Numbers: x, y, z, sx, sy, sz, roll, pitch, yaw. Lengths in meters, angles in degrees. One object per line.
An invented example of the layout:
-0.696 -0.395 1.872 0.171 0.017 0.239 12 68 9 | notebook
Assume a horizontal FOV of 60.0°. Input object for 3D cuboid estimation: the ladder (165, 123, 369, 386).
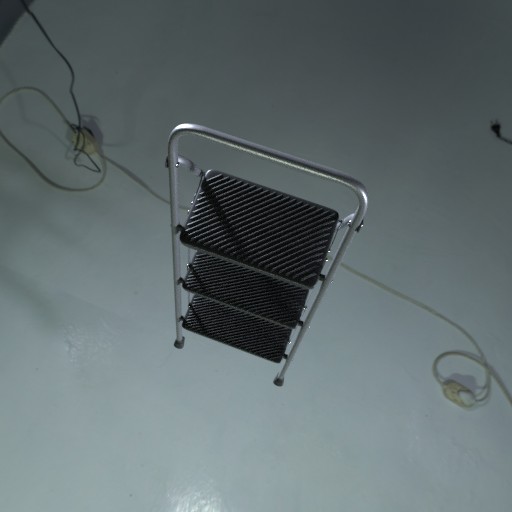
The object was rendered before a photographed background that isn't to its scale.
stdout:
0.000 0.000 1.246 0.430 0.945 0.629 19 76 5 | ladder
